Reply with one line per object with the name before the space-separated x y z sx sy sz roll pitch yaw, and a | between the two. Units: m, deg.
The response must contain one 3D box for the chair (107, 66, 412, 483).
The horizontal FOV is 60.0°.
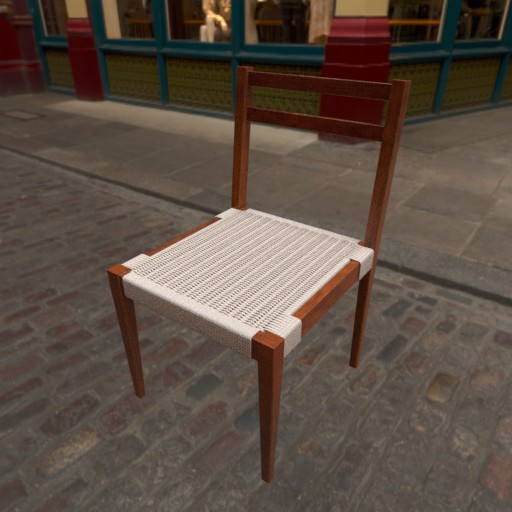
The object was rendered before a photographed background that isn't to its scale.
chair | 0.000 0.000 1.167 0.495 0.851 0.569 19 35 31
